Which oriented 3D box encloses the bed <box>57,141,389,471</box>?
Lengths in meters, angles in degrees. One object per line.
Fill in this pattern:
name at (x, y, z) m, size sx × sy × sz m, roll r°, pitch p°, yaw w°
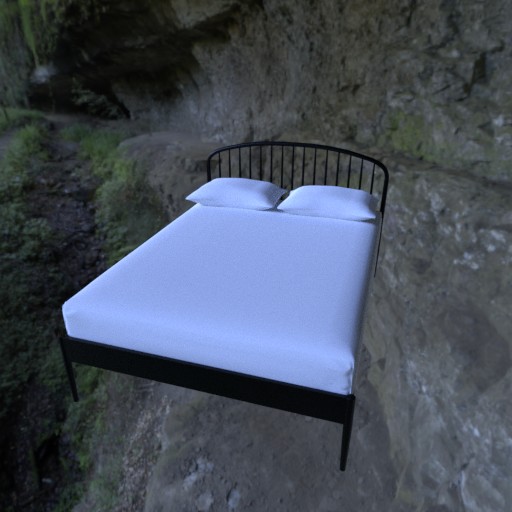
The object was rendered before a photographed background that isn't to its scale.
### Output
bed at (0.000, 0.000, 3.082) m, size 1.618 × 1.166 × 2.159 m, roll 8°, pitch 27°, yaw 16°
